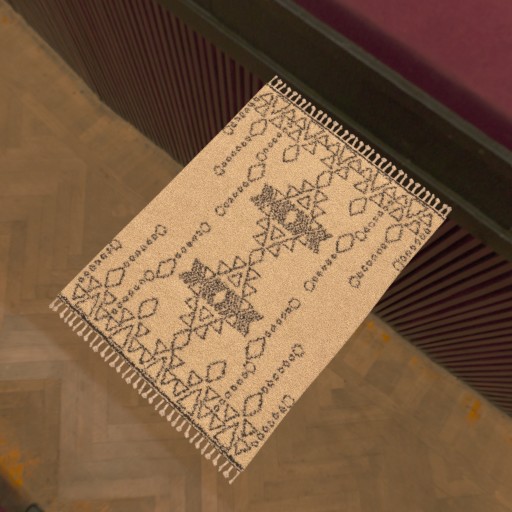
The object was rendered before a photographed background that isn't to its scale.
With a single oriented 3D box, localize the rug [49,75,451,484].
[{"bbox_3d":[0.000,0.000,3.897,2.125,0.028,3.027,40,79,9],"label":"rug"}]
